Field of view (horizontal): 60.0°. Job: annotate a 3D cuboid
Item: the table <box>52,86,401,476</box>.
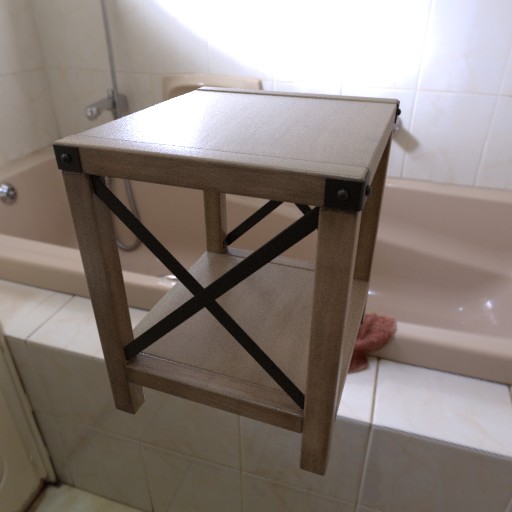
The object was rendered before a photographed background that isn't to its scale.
[{"bbox_3d":[0.000,0.000,0.910,0.459,0.561,0.510,10,32,17],"label":"table"}]
